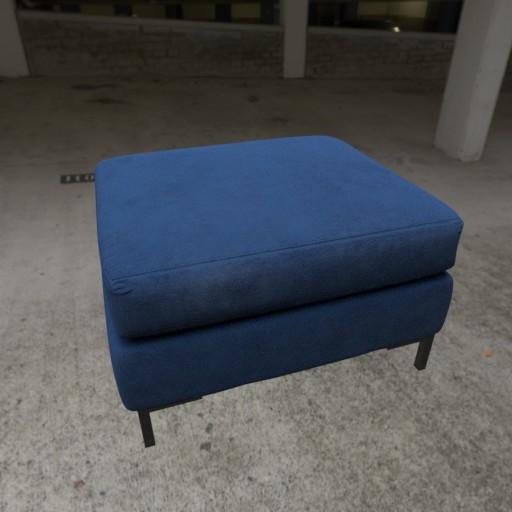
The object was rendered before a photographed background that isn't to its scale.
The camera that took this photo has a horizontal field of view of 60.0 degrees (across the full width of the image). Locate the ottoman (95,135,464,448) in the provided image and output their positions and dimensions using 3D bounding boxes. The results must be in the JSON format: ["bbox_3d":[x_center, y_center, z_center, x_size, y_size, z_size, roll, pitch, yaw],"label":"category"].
[{"bbox_3d":[0.000,0.000,1.190,0.794,0.485,0.655,-10,33,-16],"label":"ottoman"}]
